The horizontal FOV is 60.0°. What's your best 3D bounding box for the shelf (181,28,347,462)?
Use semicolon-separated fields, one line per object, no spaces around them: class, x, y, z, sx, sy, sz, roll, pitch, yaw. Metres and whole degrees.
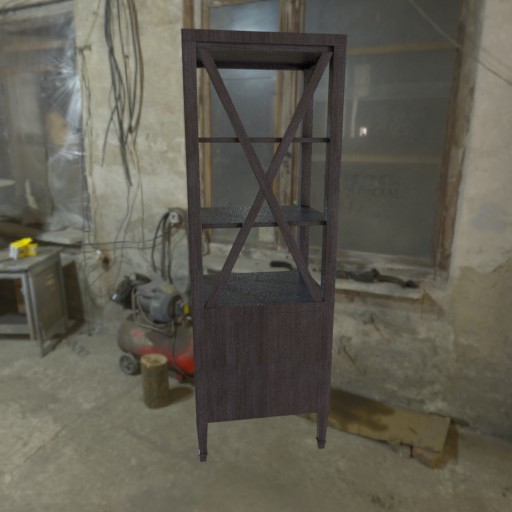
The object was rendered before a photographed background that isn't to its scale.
shelf;0.000;0.000;1.977;0.584;1.727;0.472;-2;15;-9
